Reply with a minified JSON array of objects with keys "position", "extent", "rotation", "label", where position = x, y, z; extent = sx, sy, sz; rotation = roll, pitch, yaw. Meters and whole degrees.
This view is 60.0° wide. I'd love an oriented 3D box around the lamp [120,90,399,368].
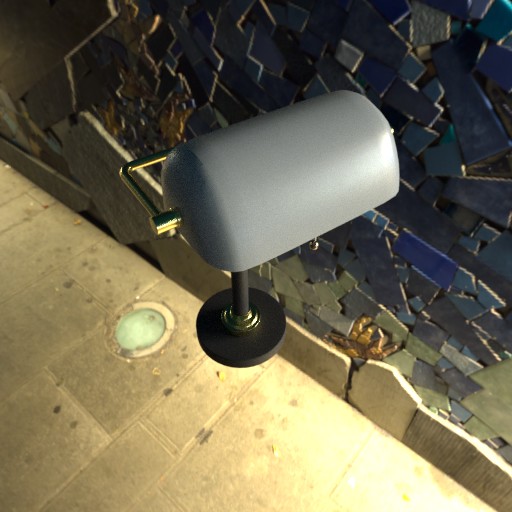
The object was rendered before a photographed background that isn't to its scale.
[{"position":[0.000,0.000,0.549],"extent":[0.269,0.404,0.227],"rotation":[-26,51,-23],"label":"lamp"}]
